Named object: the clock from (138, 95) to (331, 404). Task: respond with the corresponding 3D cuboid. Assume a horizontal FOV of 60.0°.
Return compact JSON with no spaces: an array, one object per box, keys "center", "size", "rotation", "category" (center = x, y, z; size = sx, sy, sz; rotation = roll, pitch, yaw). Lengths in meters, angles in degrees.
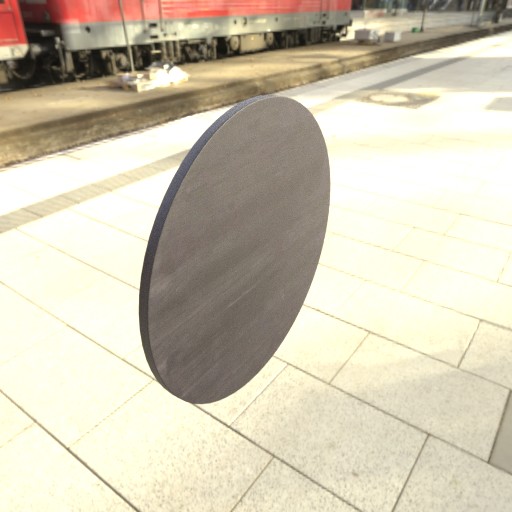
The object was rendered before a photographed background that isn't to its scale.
[{"center":[0.000,0.000,0.868],"size":[0.029,0.595,0.595],"rotation":[19,35,29],"category":"clock"}]
